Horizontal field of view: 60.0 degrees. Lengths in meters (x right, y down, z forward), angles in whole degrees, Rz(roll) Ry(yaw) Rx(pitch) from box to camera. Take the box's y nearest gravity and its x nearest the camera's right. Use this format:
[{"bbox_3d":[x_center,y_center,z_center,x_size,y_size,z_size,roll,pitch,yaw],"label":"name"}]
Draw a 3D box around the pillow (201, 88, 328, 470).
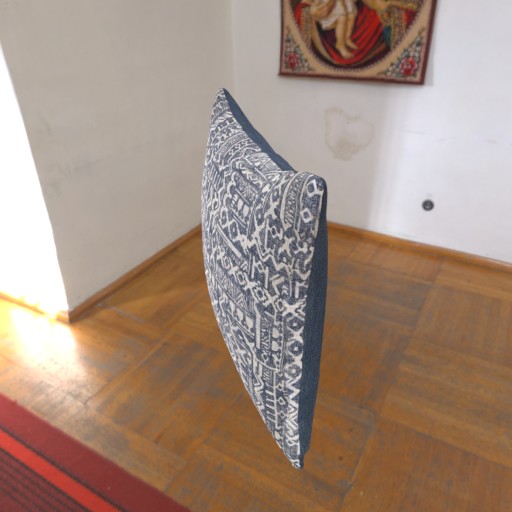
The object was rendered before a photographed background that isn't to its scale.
[{"bbox_3d":[0.000,0.000,0.797,0.180,0.487,0.546,-8,32,-13],"label":"pillow"}]
